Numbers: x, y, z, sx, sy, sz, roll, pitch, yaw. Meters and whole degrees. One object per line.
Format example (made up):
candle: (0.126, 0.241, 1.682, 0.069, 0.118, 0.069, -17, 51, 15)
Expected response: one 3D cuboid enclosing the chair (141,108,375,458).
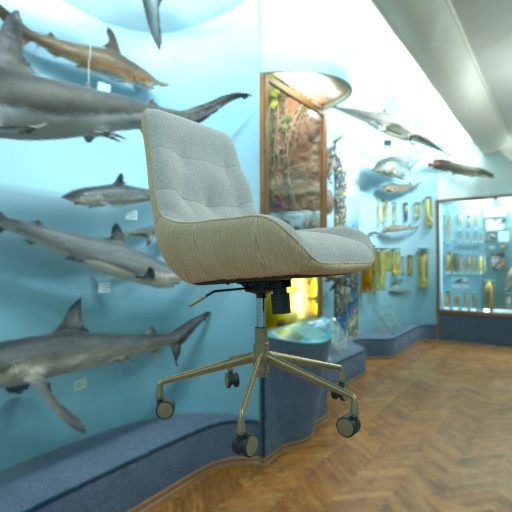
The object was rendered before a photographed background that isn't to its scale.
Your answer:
chair: (0.000, 0.000, 1.357, 0.668, 0.952, 0.564, 0, 0, 36)
